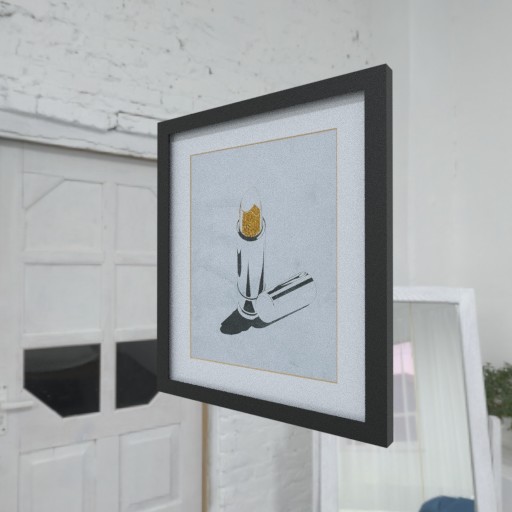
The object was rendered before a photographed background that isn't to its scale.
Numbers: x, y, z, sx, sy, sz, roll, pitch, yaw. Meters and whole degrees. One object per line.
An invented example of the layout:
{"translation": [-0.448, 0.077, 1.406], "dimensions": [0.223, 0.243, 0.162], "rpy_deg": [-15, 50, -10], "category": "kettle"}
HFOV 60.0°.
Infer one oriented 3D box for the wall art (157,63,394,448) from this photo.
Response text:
{"translation": [0.000, 0.000, 0.542], "dimensions": [0.330, 0.381, 0.019], "rpy_deg": [0, -1, 35], "category": "wall art"}
